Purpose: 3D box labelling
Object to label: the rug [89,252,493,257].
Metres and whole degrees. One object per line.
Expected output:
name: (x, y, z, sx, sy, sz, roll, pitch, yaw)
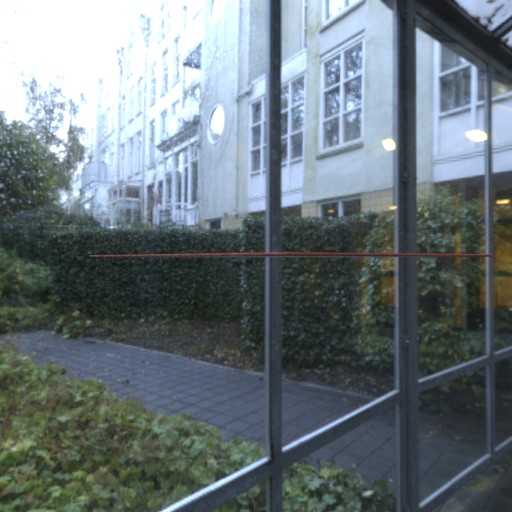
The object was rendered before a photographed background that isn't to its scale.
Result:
rug: (0.000, 0.000, 3.026, 1.524, 0.014, 2.438, 0, 0, -36)
